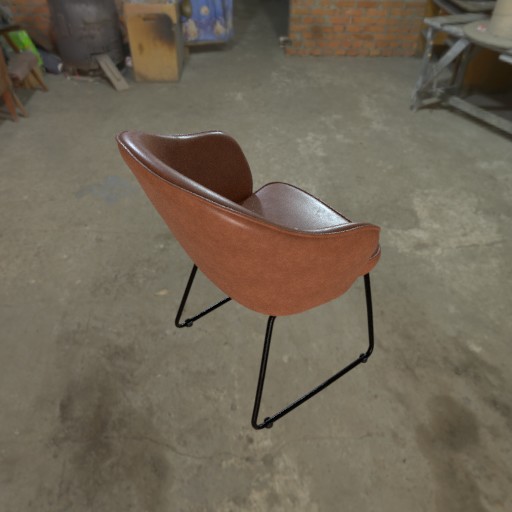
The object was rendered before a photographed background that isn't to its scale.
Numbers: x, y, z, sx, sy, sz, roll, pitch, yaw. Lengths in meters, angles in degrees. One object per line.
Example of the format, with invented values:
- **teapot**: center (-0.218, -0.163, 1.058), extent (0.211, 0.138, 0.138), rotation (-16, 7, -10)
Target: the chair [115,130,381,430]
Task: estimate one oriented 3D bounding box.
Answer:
- **chair**: center (0.000, 0.000, 1.201), extent (0.580, 0.785, 0.582), rotation (-26, 47, -27)
